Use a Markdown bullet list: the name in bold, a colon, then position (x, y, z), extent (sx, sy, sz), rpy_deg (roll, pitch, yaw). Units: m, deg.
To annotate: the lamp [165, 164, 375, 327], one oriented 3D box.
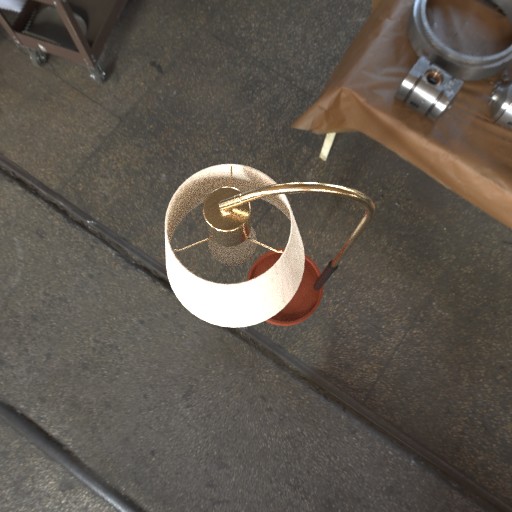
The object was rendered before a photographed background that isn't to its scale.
- **lamp**: position (0.000, 0.000, 0.662), extent (0.273, 0.536, 0.211), rpy_deg (1, 76, 0)
